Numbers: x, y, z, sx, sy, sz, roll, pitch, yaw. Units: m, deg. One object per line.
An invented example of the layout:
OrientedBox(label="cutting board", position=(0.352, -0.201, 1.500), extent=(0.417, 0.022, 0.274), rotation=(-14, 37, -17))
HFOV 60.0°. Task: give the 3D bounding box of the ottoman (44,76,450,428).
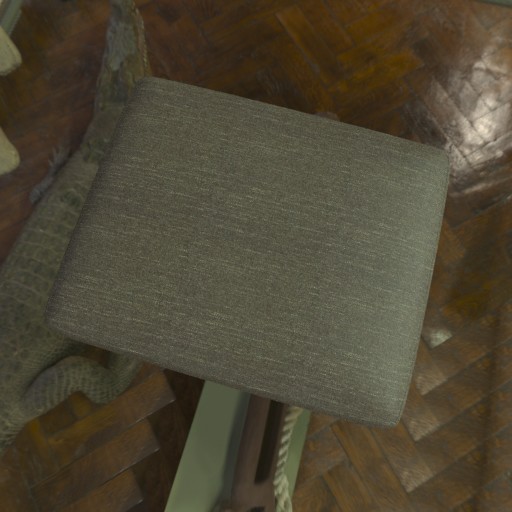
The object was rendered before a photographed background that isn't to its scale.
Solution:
OrientedBox(label="ottoman", position=(0.000, 0.000, 1.190), extent=(0.820, 0.490, 0.671), rotation=(15, 76, 4))
